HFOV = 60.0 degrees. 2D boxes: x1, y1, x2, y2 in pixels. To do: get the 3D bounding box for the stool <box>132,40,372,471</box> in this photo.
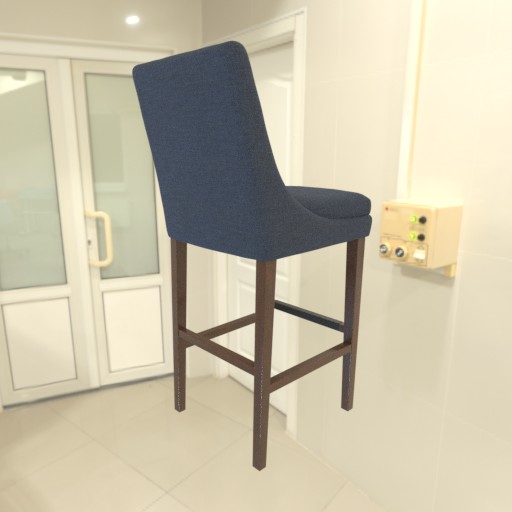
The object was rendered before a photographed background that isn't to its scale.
[{"bbox_3d":[0.000,0.000,1.352,0.577,1.078,0.470,-13,19,-42],"label":"stool"}]
